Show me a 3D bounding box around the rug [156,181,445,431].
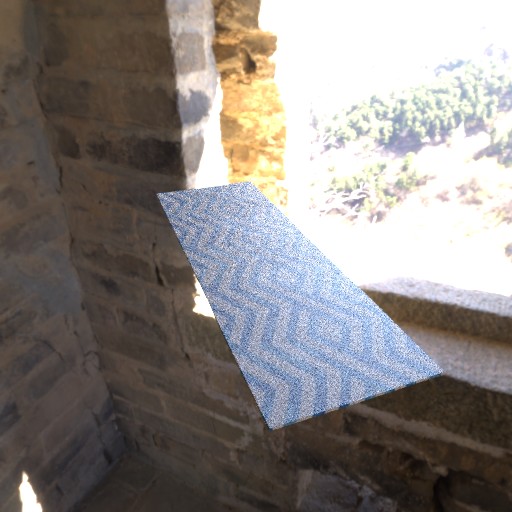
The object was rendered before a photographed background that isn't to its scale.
[{"bbox_3d":[0.000,0.000,1.689,0.503,0.007,1.492,-11,32,-18],"label":"rug"}]
